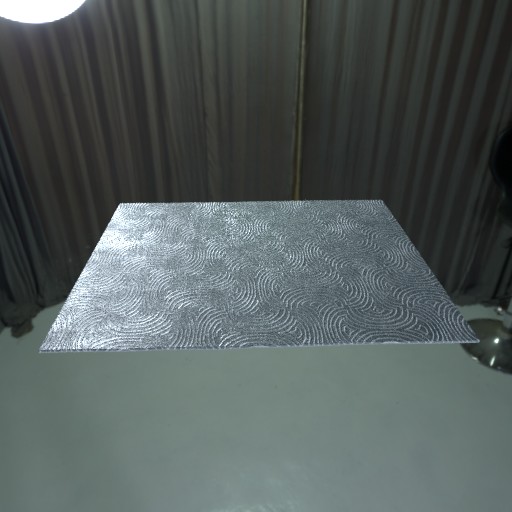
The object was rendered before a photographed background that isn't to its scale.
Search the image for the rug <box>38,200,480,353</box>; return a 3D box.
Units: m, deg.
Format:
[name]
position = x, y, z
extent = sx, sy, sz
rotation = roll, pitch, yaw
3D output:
[rug]
position = 0.000, 0.000, 4.094
extent = 3.042, 0.021, 2.456
rotation = -1, 31, -2
